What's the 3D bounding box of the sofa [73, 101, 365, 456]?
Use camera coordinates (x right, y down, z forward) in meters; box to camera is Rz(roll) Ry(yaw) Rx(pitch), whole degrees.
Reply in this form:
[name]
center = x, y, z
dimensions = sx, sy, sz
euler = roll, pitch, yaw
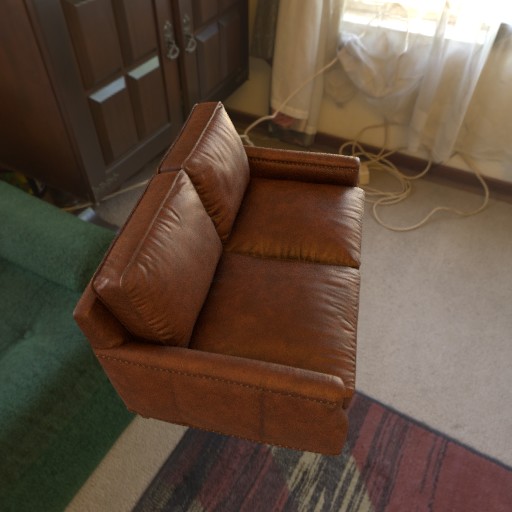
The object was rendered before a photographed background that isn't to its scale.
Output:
[sofa]
center = 0.000, 0.000, 2.286
dimensions = 1.083, 1.003, 1.628
euler = 8, 47, 8
